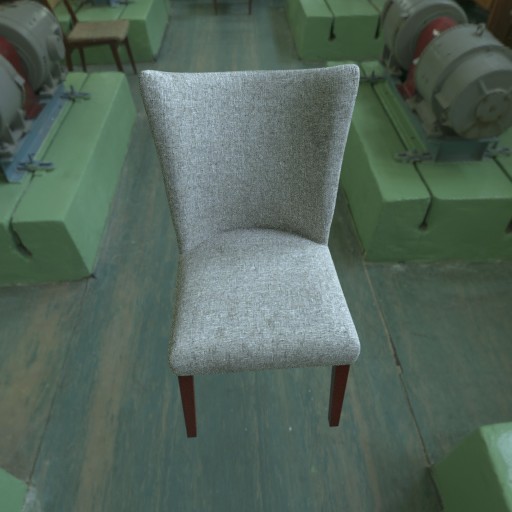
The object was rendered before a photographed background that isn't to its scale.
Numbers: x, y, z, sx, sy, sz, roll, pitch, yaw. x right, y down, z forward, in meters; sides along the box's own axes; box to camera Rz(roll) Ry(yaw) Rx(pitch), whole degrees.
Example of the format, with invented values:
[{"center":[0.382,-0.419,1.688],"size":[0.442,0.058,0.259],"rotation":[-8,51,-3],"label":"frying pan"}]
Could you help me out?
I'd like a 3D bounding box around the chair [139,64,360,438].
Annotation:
[{"center":[0.000,0.000,1.262],"size":[0.535,0.924,0.623],"rotation":[-3,45,-3],"label":"chair"}]
